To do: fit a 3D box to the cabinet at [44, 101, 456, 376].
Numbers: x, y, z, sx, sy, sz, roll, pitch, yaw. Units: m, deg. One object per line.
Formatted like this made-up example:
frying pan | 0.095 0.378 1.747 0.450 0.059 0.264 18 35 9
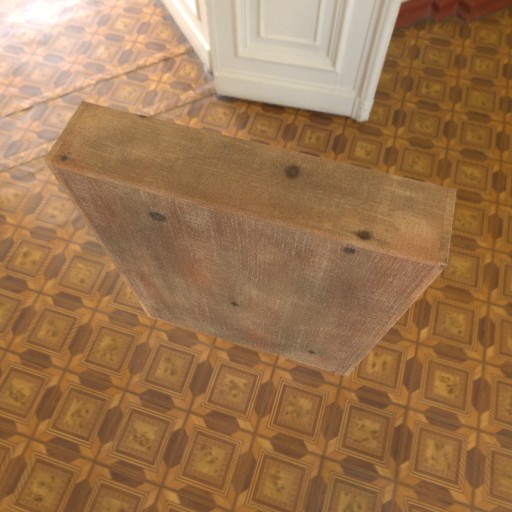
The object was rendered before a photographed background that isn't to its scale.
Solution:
cabinet | 0.000 0.000 0.814 0.489 0.590 0.184 15 64 7
